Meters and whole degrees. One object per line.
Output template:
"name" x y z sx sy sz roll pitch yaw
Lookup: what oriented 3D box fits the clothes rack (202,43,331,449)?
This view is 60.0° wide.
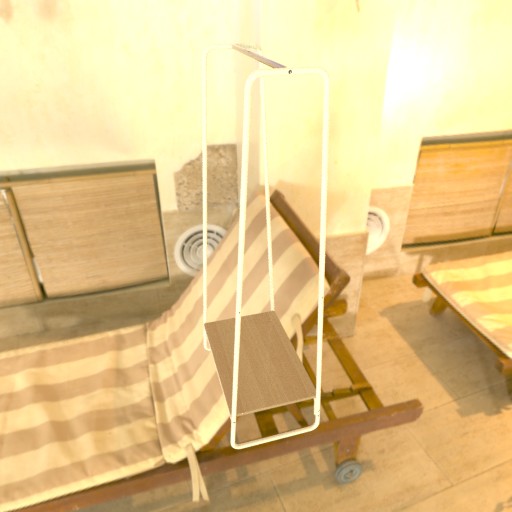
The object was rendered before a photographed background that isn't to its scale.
"clothes rack" 0.000 0.000 1.793 0.400 1.500 0.640 -9 32 -14
